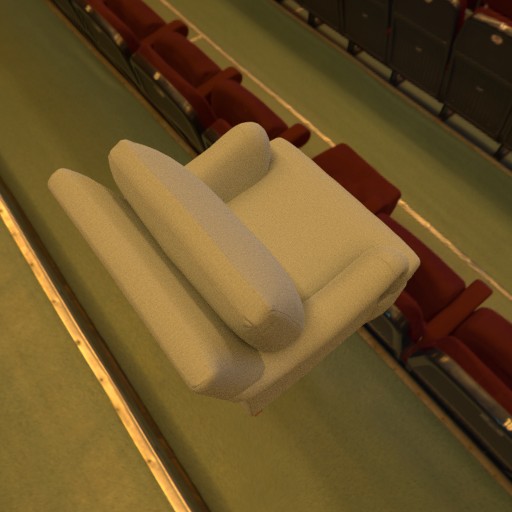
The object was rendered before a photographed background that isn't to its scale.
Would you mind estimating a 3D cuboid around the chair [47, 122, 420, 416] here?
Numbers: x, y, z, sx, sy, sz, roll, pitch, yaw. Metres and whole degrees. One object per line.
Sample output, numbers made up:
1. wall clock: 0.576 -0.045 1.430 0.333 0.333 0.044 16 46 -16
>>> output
1. chair: 0.000 0.000 1.823 1.070 1.038 0.955 -34 65 -19
